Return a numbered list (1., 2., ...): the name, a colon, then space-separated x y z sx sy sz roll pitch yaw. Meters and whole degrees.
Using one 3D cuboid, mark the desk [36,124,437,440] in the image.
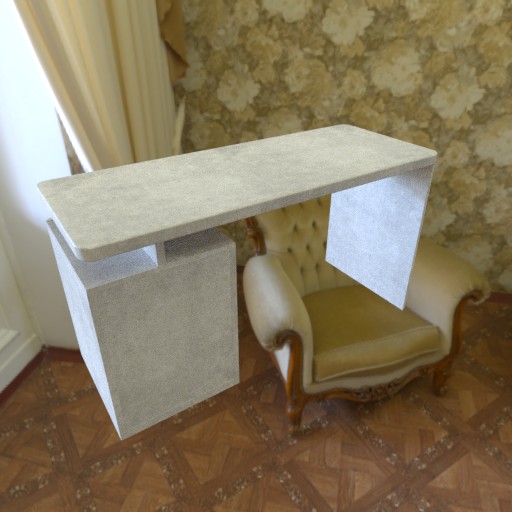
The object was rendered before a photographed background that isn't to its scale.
1. desk: 0.000 0.000 1.793 1.400 0.755 0.550 -19 35 -28
